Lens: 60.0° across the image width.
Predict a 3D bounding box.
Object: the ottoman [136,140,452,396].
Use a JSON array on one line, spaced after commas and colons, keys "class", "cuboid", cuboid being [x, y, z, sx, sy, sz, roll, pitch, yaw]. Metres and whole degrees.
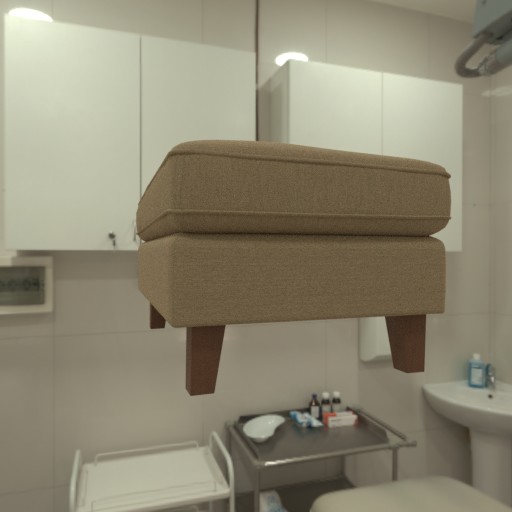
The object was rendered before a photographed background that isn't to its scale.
[{"class": "ottoman", "cuboid": [0.000, 0.000, 1.306, 0.636, 0.521, 0.945, 0, 0, -19]}]
